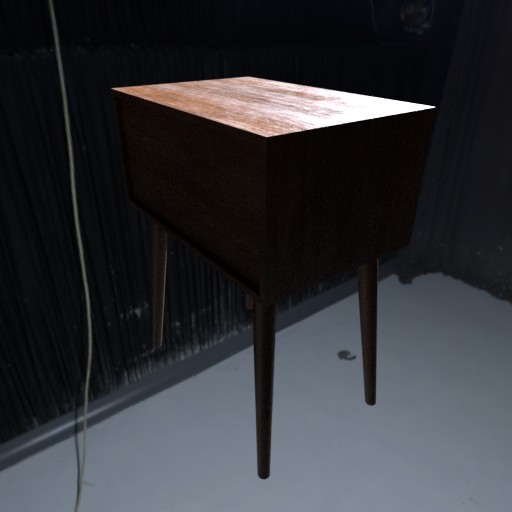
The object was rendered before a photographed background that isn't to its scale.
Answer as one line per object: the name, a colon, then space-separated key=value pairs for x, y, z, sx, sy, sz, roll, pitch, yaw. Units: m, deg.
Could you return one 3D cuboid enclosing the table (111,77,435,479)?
table: x=0.000 y=0.000 z=0.847 sx=0.307 sy=0.580 sz=0.454 roll=-19 pitch=34 yaw=-32
